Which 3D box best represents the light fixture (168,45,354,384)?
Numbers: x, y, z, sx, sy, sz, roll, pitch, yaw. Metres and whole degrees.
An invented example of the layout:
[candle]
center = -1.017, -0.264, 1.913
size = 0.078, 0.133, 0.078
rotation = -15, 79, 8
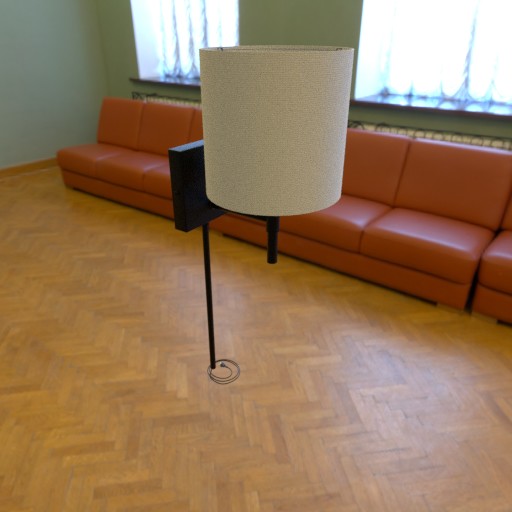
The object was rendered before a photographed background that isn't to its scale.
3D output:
[light fixture]
center = 0.000, 0.000, 0.692
size = 0.248, 0.589, 0.188
rotation = 18, 32, 31
